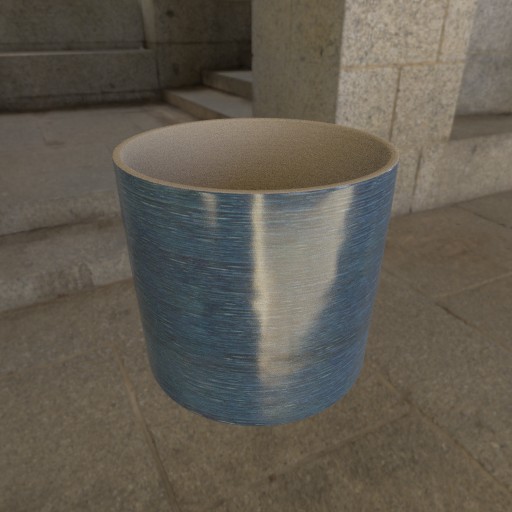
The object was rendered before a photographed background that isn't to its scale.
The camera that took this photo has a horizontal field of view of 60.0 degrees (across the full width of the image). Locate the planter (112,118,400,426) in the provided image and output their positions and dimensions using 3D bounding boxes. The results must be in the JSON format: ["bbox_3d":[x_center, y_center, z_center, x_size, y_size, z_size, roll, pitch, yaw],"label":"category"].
[{"bbox_3d":[0.000,0.000,0.402,0.221,0.201,0.221,0,28,0],"label":"planter"}]
